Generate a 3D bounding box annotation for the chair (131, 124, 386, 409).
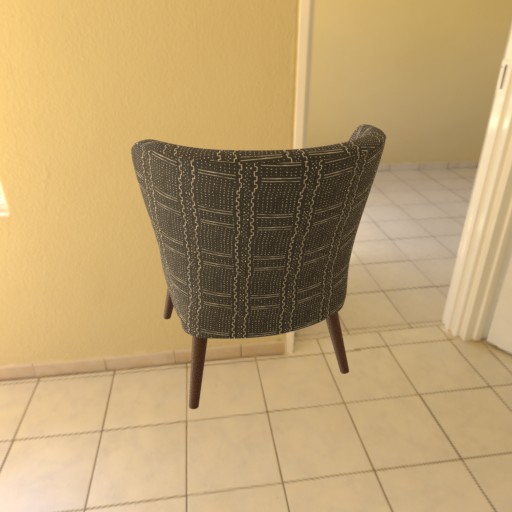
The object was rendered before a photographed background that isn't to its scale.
[{"bbox_3d":[0.000,0.000,1.461,0.710,0.866,0.758,-8,28,-16],"label":"chair"}]
